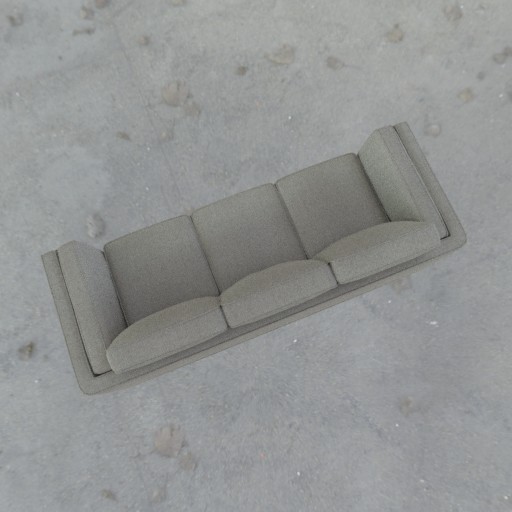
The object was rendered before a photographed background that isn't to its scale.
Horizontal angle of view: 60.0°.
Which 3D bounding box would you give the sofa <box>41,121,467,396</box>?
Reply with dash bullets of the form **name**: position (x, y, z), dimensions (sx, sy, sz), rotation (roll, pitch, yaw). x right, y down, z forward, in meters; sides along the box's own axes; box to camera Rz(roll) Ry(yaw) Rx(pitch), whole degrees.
- **sofa**: position (0.000, 0.000, 2.785), dimensions (2.362, 0.899, 0.903), rotation (-21, 77, -5)
